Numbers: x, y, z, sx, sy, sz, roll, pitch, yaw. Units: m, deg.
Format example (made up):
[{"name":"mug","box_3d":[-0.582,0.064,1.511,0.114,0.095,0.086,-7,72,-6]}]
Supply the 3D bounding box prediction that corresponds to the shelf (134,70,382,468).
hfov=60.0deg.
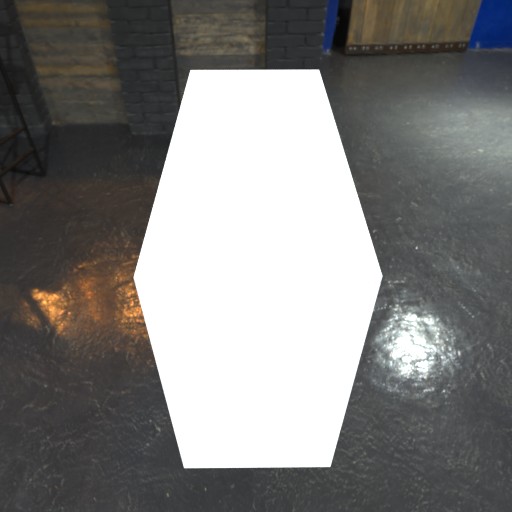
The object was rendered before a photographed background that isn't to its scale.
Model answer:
[{"name":"shelf","box_3d":[0.000,0.000,1.279,0.396,0.732,0.895,0,43,0]}]
